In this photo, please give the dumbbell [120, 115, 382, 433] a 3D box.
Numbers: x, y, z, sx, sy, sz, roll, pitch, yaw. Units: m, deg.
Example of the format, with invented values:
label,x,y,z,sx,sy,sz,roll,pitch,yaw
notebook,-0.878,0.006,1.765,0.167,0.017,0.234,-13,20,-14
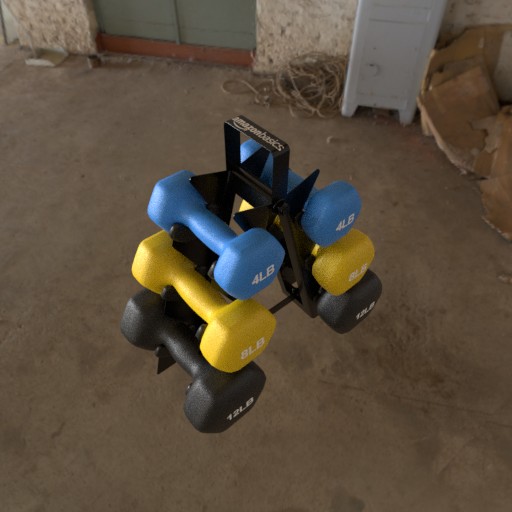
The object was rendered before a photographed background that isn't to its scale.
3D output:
label,x,y,z,sx,sy,sz,roll,pitch,yaw
dumbbell,0.000,0.000,0.677,0.409,0.426,0.255,-31,54,-26
